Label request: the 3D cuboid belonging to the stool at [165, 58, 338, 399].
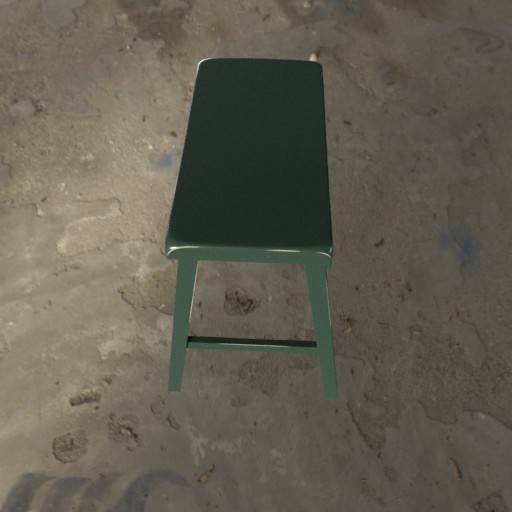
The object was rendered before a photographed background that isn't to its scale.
[{"bbox_3d":[0.000,0.000,1.052,0.476,0.737,0.457,2,58,1],"label":"stool"}]
